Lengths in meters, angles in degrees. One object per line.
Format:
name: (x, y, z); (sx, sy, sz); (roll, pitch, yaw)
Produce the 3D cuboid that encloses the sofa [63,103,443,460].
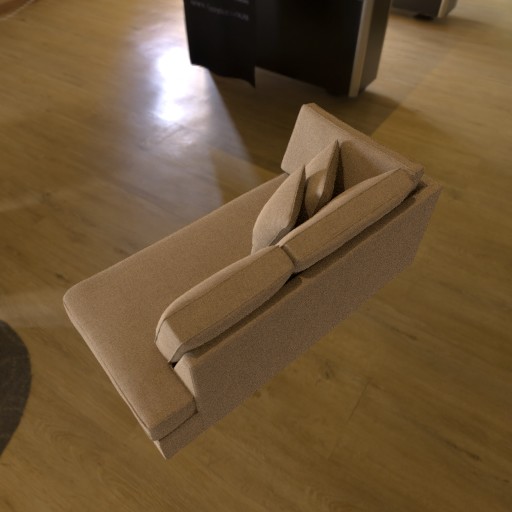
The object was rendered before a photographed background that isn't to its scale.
sofa: (0.000, 0.000, 2.839); (2.238, 1.019, 1.110); (-33, 56, -26)
